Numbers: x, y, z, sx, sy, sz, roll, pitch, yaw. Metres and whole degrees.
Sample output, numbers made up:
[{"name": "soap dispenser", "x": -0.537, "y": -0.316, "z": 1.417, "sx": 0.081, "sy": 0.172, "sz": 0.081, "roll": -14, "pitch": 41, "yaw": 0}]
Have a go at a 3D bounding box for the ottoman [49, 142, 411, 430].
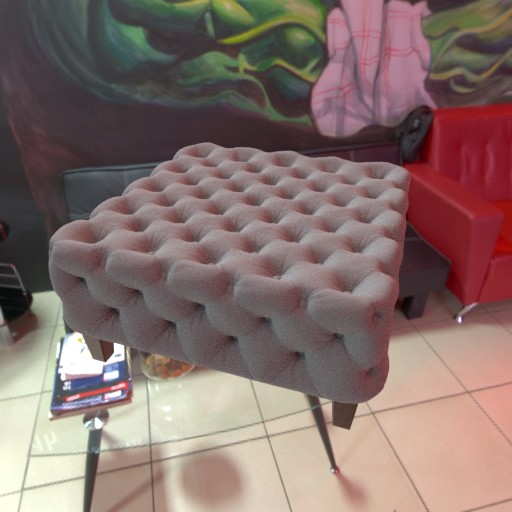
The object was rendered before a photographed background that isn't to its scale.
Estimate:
[{"name": "ottoman", "x": 0.000, "y": 0.000, "z": 1.456, "sx": 0.911, "sy": 0.439, "sz": 0.917, "roll": 10, "pitch": 34, "yaw": 16}]
